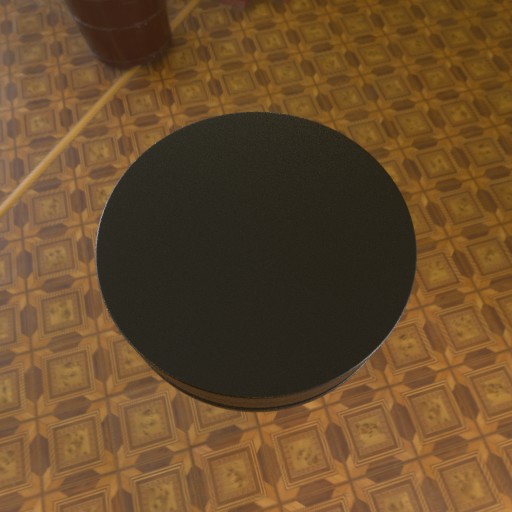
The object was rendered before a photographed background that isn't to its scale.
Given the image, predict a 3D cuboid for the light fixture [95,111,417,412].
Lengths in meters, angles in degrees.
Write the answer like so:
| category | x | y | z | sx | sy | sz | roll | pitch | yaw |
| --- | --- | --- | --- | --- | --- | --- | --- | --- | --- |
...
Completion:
| category | x | y | z | sx | sy | sz | roll | pitch | yaw |
| --- | --- | --- | --- | --- | --- | --- | --- | --- | --- |
| light fixture | 0.000 | 0.000 | 0.433 | 0.283 | 0.097 | 0.283 | 0 | 65 | 0 |
